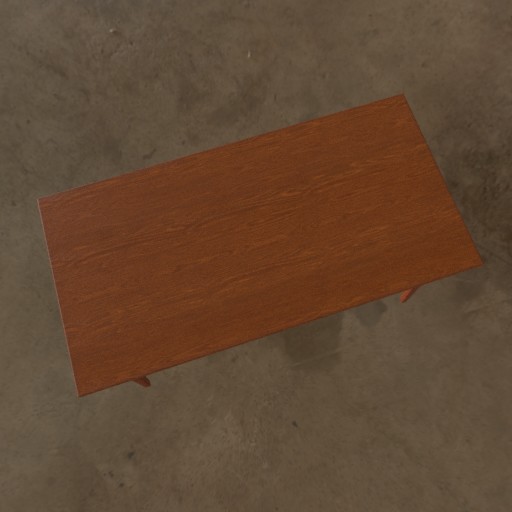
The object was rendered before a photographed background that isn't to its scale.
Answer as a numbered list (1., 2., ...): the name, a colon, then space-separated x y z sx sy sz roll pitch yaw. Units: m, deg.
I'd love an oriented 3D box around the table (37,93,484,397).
1. table: 0.000 0.000 2.126 1.609 0.755 0.811 -17 75 -5
